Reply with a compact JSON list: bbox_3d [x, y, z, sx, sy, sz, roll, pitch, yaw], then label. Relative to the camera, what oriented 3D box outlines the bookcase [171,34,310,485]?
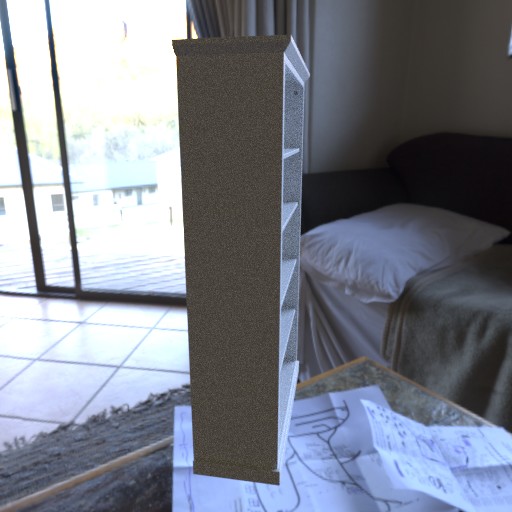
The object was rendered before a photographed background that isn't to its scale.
[{"bbox_3d":[0.000,0.000,2.302,0.432,1.880,1.050,3,16,10],"label":"bookcase"}]
